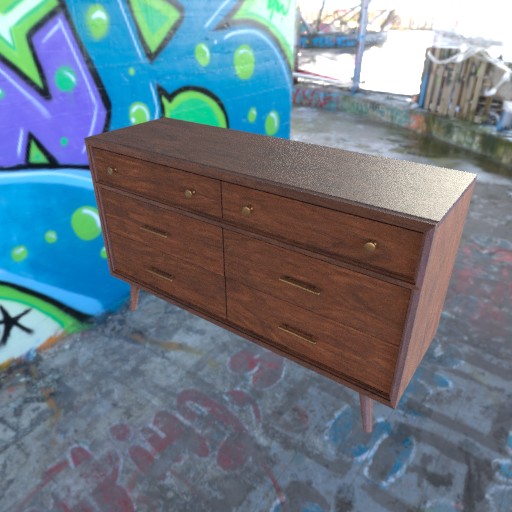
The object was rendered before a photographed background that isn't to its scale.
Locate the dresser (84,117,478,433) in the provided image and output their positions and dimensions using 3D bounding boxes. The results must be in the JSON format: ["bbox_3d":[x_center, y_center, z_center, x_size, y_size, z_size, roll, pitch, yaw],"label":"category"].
[{"bbox_3d":[0.000,0.000,1.904,1.472,0.889,0.500,19,35,30],"label":"dresser"}]
